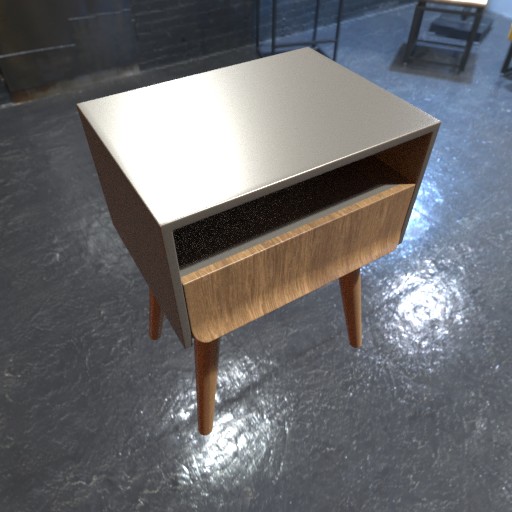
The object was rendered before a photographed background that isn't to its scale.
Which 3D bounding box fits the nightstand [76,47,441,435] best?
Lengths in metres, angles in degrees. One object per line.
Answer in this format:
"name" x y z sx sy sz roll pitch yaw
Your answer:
"nightstand" 0.000 0.000 0.735 0.370 0.508 0.288 -23 50 -21
